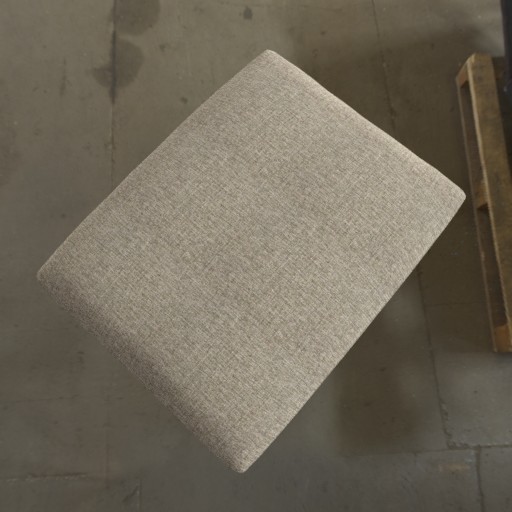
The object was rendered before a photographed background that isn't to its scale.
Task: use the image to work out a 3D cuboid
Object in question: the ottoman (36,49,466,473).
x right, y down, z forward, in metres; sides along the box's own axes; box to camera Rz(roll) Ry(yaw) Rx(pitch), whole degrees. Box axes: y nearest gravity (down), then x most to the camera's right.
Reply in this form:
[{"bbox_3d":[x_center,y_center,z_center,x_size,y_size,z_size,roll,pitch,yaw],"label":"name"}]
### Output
[{"bbox_3d":[0.000,0.000,1.089,0.584,0.513,0.741,40,79,10],"label":"ottoman"}]
